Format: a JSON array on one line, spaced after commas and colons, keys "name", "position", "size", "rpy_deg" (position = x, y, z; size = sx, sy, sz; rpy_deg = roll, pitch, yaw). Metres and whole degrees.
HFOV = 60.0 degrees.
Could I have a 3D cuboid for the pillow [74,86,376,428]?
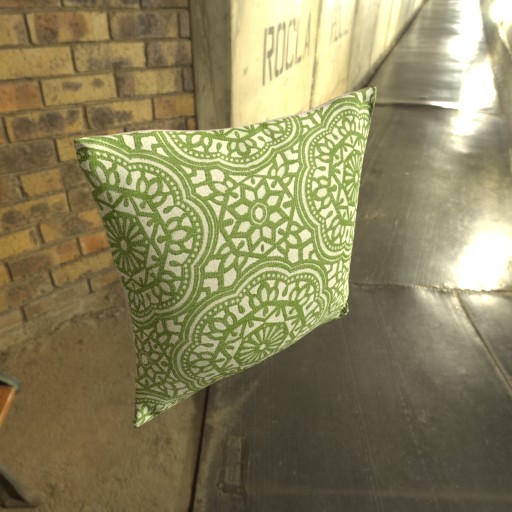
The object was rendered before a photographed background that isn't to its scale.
[{"name": "pillow", "position": [0.000, 0.000, 0.637], "size": [0.440, 0.419, 0.162], "rpy_deg": [-21, 37, -31]}]
